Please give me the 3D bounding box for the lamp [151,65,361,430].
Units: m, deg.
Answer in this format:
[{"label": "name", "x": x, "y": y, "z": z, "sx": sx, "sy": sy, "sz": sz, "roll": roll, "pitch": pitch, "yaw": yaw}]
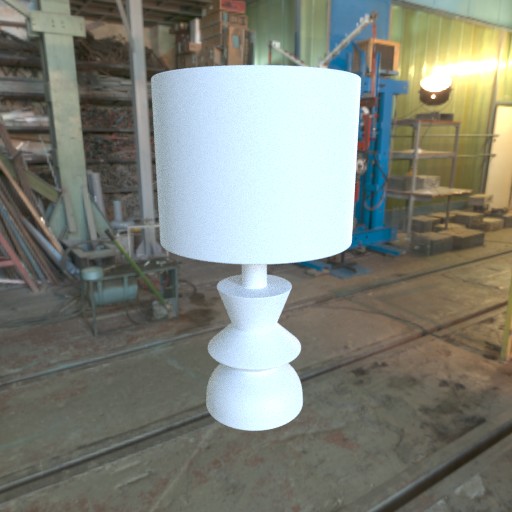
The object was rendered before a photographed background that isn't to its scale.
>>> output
[{"label": "lamp", "x": 0.000, "y": 0.000, "z": 0.720, "sx": 0.301, "sy": 0.533, "sz": 0.301, "roll": 3, "pitch": 15, "yaw": 11}]
